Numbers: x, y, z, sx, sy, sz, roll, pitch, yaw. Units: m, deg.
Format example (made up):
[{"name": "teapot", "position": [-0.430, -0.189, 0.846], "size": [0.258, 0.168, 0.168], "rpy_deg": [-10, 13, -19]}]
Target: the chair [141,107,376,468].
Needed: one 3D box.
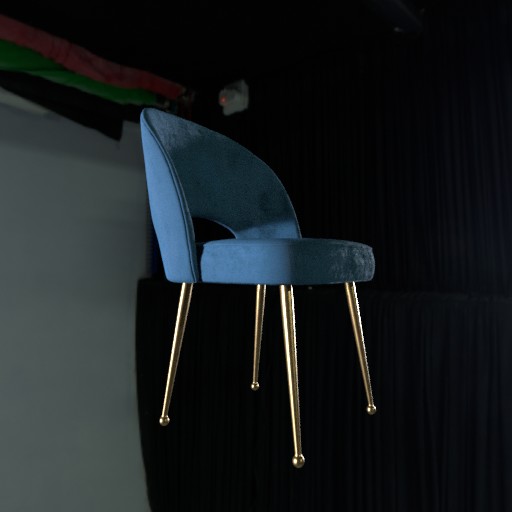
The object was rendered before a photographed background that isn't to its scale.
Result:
[{"name": "chair", "position": [0.000, 0.000, 1.206], "size": [0.577, 0.860, 0.527], "rpy_deg": [-1, -1, 36]}]
